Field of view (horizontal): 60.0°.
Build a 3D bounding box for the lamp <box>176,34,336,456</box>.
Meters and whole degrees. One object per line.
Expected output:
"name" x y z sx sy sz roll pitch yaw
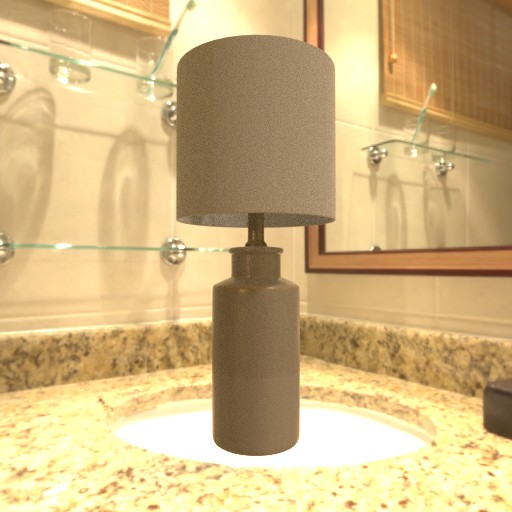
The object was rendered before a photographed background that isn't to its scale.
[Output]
"lamp" 0.000 0.000 0.598 0.212 0.493 0.212 0 -1 18
